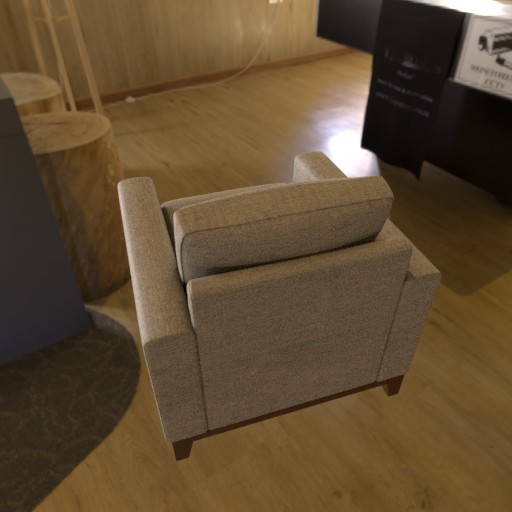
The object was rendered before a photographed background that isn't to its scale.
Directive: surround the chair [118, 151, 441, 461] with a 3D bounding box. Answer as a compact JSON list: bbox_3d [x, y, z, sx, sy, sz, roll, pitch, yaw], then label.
[{"bbox_3d":[0.000,0.000,1.898,1.024,1.010,1.038,-11,41,-14],"label":"chair"}]
